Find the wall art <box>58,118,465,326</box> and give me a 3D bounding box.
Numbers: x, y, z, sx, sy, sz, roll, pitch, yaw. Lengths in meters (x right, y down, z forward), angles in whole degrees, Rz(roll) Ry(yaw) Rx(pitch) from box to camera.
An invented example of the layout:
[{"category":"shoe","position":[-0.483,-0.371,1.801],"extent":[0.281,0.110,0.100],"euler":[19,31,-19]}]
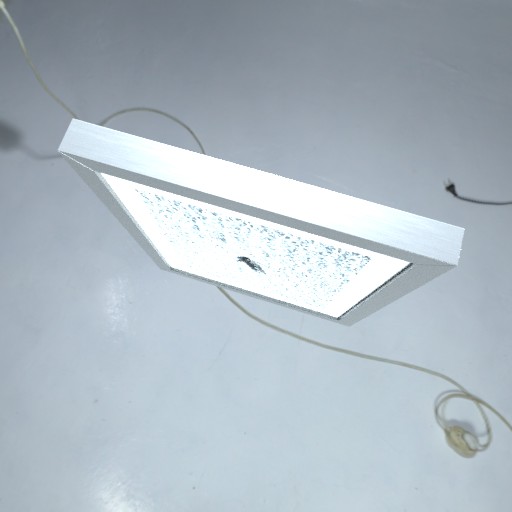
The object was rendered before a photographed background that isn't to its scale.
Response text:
[{"category":"wall art","position":[0.000,0.000,0.512],"extent":[0.308,0.379,0.030],"euler":[17,75,5]}]
